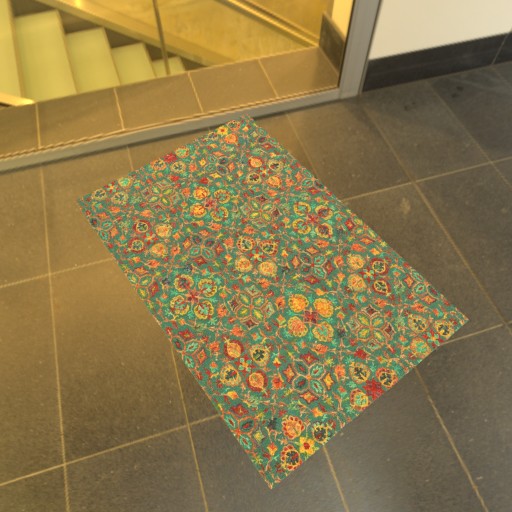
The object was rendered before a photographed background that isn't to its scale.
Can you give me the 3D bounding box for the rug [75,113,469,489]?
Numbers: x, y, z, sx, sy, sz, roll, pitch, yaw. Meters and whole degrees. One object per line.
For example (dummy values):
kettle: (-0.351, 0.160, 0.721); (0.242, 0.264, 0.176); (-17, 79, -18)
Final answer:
rug: (0.000, 0.000, 2.934); (1.527, 0.016, 2.290); (-33, 64, -18)
